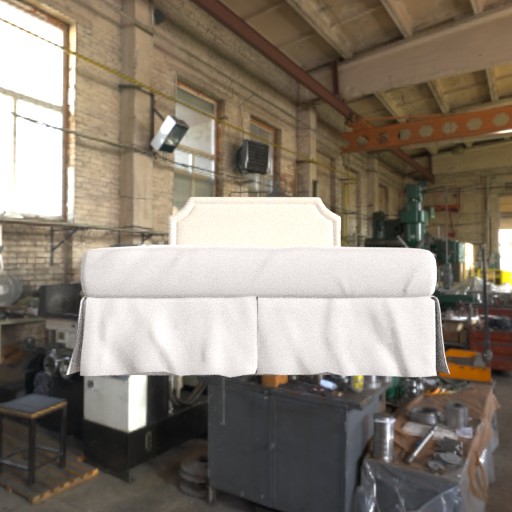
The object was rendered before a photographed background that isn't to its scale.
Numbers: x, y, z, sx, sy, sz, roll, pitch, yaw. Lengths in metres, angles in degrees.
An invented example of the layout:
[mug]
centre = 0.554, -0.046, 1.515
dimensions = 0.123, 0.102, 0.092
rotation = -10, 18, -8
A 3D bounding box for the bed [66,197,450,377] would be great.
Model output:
[bed]
centre = 0.000, 0.000, 3.485
dimensions = 1.977, 1.293, 2.498
rotation = 0, -1, -1
